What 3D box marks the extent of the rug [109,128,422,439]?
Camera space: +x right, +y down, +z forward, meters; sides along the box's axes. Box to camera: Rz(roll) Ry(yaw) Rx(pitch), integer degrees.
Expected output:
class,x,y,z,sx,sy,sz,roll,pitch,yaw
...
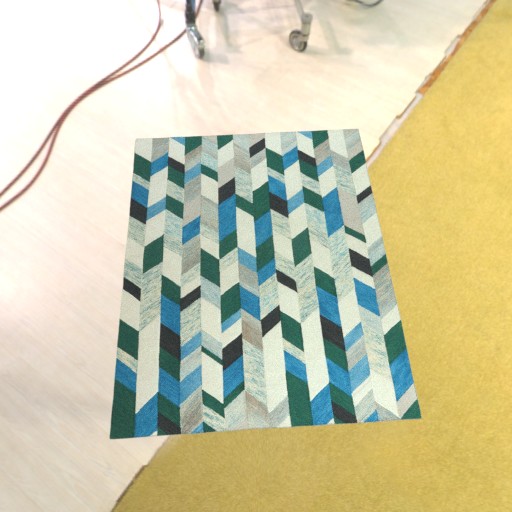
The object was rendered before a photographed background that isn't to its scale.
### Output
class,x,y,z,sx,sy,sz,roll,pitch,yaw
rug,0.000,0.000,4.125,2.440,0.008,3.036,-3,62,-2
